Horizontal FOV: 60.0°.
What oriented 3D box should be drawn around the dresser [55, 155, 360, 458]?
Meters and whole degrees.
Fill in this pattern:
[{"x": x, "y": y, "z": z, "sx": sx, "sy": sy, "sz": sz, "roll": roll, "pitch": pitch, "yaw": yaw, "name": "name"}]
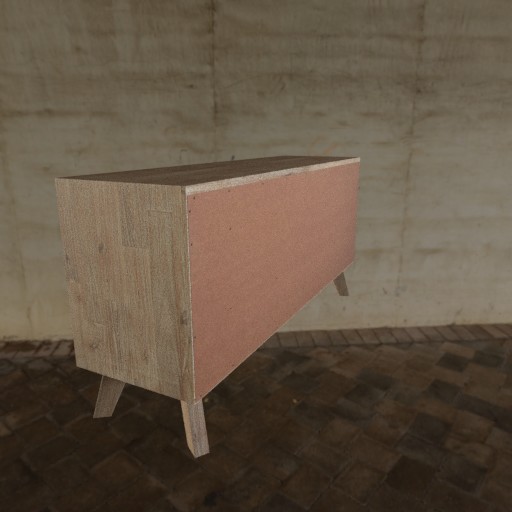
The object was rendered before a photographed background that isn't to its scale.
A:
[{"x": 0.000, "y": 0.000, "z": 1.941, "sx": 0.455, "sy": 0.788, "sz": 1.602, "roll": 8, "pitch": 17, "yaw": 26, "name": "dresser"}]
